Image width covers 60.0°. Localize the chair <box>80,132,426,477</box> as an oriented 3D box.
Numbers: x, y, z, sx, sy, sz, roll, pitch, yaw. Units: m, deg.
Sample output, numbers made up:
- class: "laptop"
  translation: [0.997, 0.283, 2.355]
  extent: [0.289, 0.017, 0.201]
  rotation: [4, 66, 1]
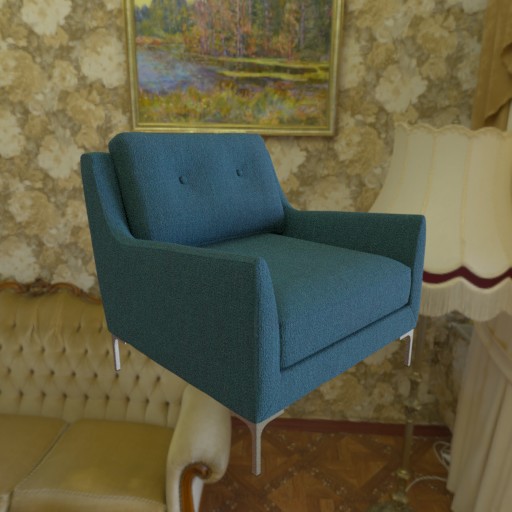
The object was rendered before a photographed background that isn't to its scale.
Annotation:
- class: "chair"
  translation: [0.000, 0.000, 1.536]
  extent: [0.847, 0.828, 0.849]
  rotation: [-14, 21, -43]
